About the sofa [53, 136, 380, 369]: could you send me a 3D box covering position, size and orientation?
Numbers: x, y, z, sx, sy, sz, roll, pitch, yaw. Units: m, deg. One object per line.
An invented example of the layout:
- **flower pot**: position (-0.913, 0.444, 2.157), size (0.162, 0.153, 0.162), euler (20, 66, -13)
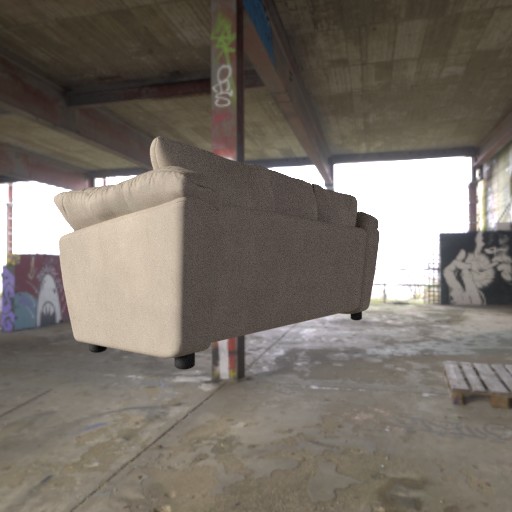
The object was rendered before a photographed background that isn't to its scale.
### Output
- **sofa**: position (0.000, 0.000, 2.870), size (0.878, 0.996, 2.334), euler (0, -1, 35)
